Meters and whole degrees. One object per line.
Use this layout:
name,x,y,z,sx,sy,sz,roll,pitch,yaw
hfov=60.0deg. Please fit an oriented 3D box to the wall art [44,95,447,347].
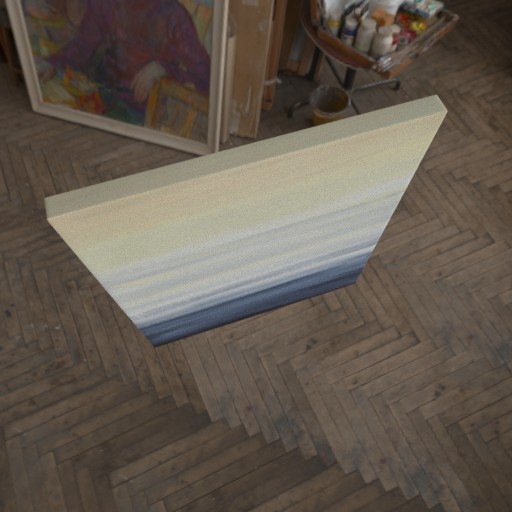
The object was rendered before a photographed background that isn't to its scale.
wall art,0.000,0.000,0.963,0.608,0.710,0.041,-17,66,-8
